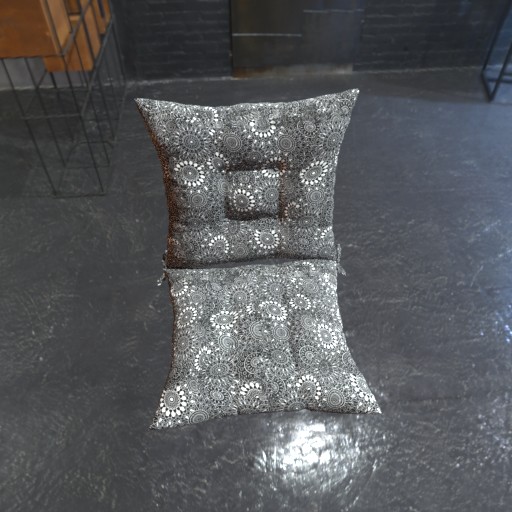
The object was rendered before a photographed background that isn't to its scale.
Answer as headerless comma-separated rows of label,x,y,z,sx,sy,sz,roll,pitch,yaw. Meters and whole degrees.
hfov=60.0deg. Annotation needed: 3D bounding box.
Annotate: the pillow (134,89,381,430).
pillow,0.000,0.000,1.003,0.541,0.536,0.585,-3,46,-3
